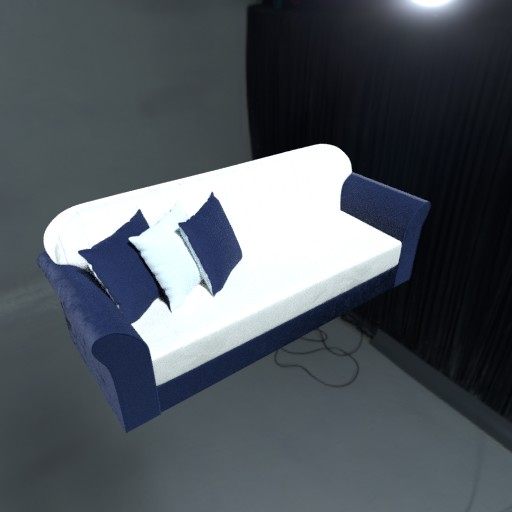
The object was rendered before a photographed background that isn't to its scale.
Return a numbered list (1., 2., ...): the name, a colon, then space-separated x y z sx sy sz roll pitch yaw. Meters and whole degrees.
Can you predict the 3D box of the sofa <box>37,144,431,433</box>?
1. sofa: 0.000 0.000 2.412 2.006 0.789 0.749 -21 37 -31
